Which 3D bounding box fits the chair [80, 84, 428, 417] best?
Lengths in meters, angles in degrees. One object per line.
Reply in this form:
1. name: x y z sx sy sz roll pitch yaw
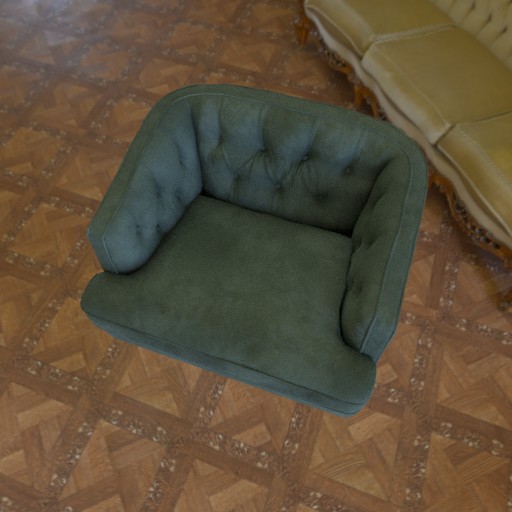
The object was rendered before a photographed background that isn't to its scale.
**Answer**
1. chair: 0.000 0.000 1.777 1.104 0.852 0.941 16 60 10
